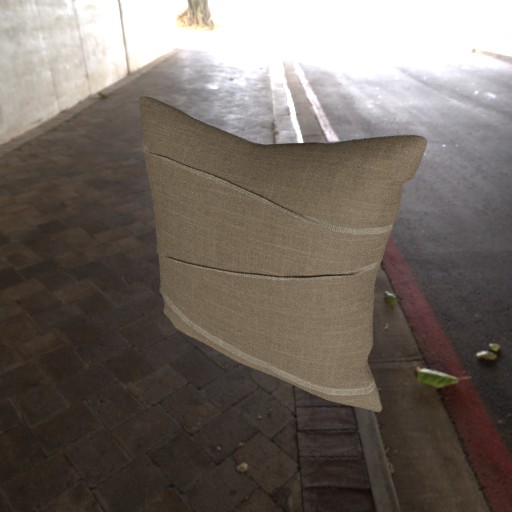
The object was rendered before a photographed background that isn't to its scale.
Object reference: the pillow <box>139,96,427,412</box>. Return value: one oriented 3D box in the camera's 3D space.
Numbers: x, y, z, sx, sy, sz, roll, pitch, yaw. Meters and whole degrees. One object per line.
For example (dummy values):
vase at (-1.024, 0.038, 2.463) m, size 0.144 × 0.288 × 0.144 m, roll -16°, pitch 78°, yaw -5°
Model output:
pillow at (0.000, 0.000, 0.638) m, size 0.424 × 0.400 × 0.169 m, roll 18°, pitch 35°, yaw 29°
